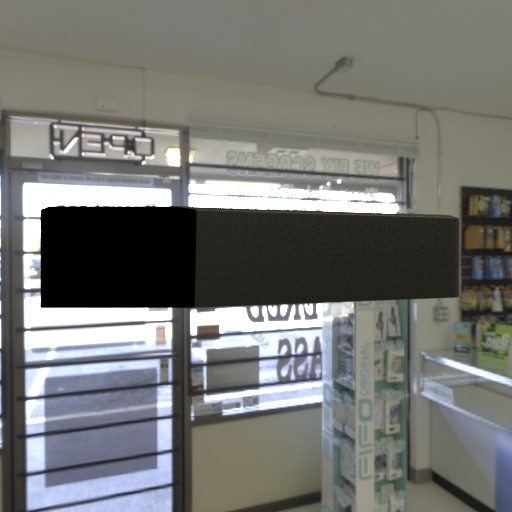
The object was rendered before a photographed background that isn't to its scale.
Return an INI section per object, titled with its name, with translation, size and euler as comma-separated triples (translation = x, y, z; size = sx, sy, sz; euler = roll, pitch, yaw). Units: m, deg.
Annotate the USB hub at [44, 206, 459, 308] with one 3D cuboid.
[USB hub]
translation = 0.000, 0.000, 0.128
size = 0.110, 0.023, 0.044
euler = 0, 0, -18
